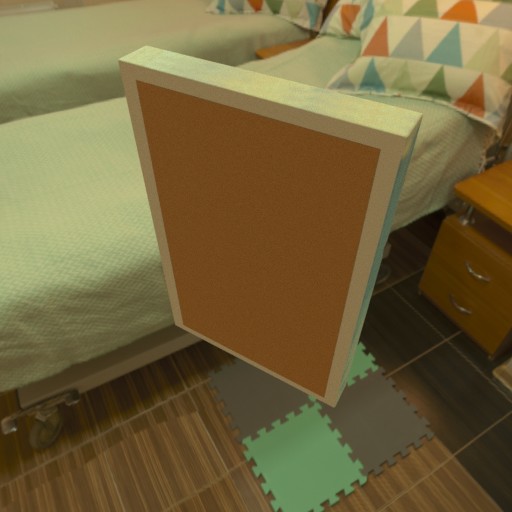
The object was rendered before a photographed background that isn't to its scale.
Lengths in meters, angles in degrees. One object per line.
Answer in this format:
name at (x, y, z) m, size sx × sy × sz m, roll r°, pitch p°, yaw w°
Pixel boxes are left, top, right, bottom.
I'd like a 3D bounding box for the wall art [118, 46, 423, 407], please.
wall art at (0.000, 0.000, 0.478) m, size 0.251 × 0.380 × 0.039 m, roll 23°, pitch 49°, yaw 21°
